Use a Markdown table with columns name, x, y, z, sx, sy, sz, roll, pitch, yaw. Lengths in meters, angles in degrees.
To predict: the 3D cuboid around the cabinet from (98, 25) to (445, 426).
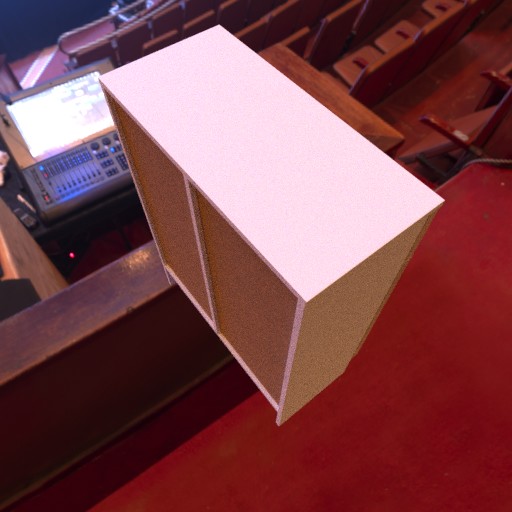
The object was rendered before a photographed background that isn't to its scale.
| name | x | y | z | sx | sy | sz | roll | pitch | yaw |
| --- | --- | --- | --- | --- | --- | --- | --- | --- | --- |
| cabinet | 0.000 | 0.000 | 1.109 | 0.296 | 0.815 | 0.600 | -33 | 64 | -19 |
